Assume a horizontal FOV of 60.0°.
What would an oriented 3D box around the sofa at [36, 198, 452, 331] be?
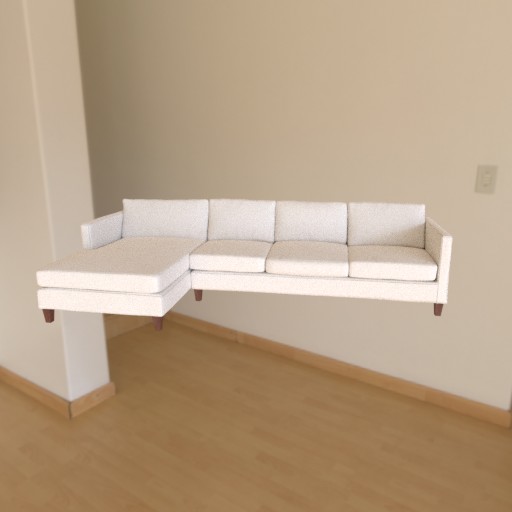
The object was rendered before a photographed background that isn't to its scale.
[{"bbox_3d":[0.000,0.000,3.888,3.186,0.846,1.625,2,14,10],"label":"sofa"}]
